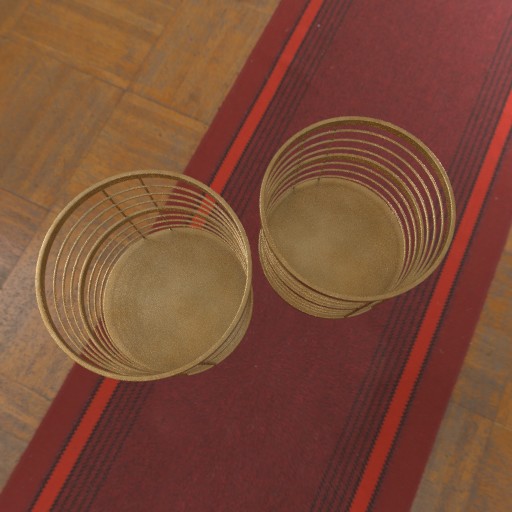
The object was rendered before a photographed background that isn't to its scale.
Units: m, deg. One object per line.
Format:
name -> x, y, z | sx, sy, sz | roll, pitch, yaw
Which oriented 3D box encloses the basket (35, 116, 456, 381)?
basket -> 0.000, 0.000, 0.913 | 0.746, 0.351, 0.356 | -19, 77, -5
